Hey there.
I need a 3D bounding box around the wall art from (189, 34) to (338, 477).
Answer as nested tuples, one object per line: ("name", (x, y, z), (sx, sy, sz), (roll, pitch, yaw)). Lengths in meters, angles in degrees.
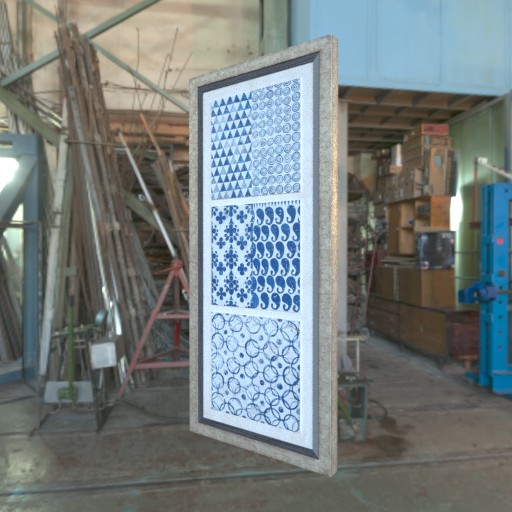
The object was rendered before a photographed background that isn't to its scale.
("wall art", (0.000, 0.000, 1.669), (0.648, 1.461, 0.051), (0, 1, 36))
